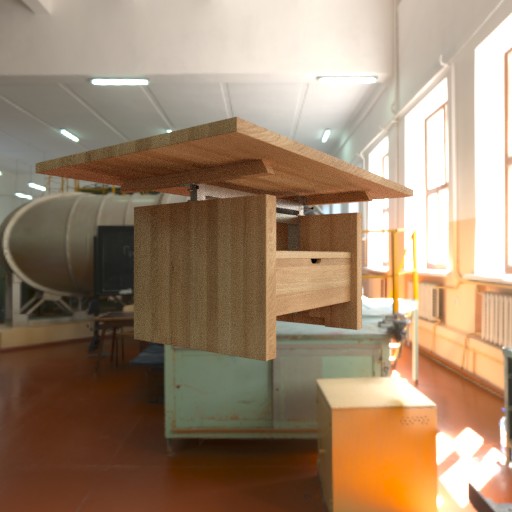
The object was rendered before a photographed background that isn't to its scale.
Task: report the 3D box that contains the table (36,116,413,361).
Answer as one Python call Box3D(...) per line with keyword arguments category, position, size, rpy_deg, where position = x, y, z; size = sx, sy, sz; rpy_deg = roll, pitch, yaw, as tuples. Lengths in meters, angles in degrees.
Box3D(category="table", position=(0.000, 0.000, 1.458), size=(0.700, 0.510, 1.100), rpy_deg=(0, 0, 36))
